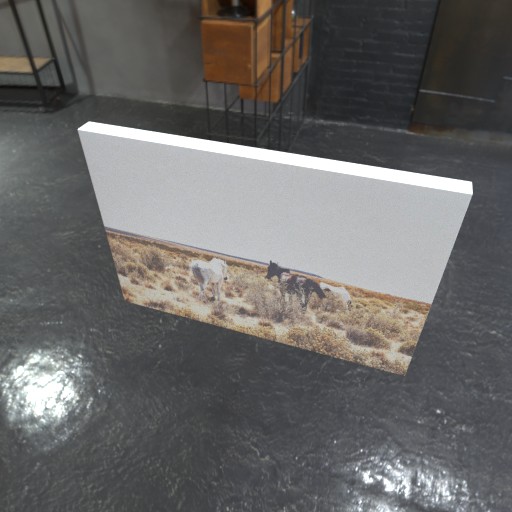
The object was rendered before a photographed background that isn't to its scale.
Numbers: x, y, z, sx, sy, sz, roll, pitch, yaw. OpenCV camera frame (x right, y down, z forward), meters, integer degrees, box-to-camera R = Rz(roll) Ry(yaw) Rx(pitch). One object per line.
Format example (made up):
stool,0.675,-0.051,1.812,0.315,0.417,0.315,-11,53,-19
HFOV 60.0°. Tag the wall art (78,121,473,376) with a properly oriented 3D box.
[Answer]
wall art,0.000,0.000,1.197,0.914,0.610,0.050,12,42,14
